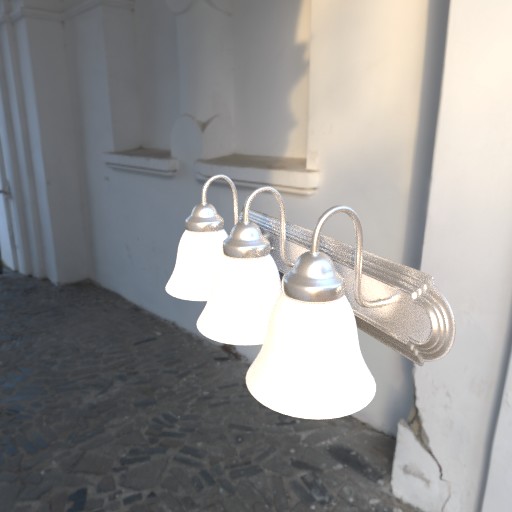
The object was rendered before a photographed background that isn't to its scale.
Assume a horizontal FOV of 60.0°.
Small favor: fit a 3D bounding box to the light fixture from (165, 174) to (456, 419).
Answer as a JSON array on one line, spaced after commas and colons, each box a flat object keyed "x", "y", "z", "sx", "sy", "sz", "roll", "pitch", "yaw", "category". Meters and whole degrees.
[{"x": 0.000, "y": 0.000, "z": 0.710, "sx": 0.199, "sy": 0.222, "sz": 0.610, "roll": -8, "pitch": 18, "yaw": -25, "category": "light fixture"}]
